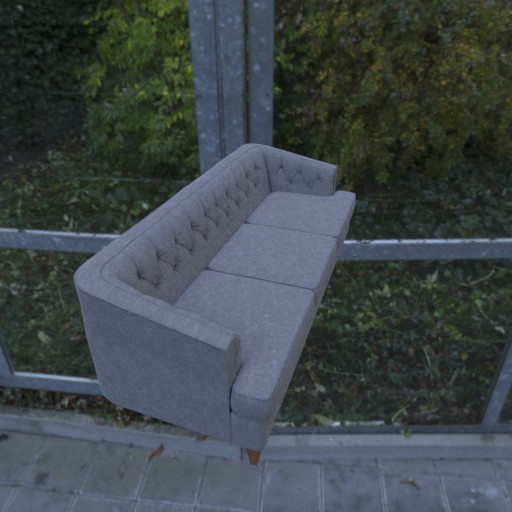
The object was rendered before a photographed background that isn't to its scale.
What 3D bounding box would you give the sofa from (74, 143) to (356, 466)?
[{"bbox_3d":[0.000,0.000,2.744,0.917,0.806,2.247,10,31,17],"label":"sofa"}]
